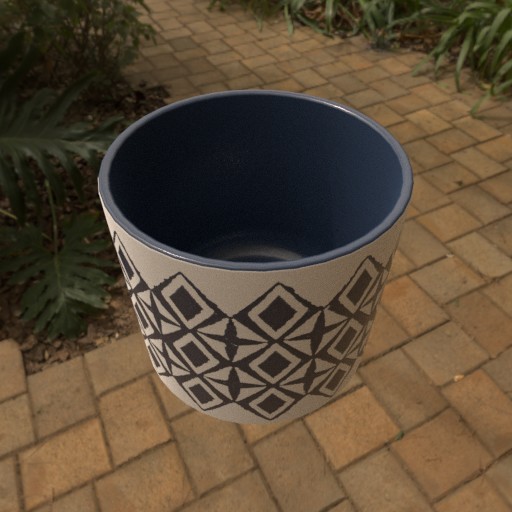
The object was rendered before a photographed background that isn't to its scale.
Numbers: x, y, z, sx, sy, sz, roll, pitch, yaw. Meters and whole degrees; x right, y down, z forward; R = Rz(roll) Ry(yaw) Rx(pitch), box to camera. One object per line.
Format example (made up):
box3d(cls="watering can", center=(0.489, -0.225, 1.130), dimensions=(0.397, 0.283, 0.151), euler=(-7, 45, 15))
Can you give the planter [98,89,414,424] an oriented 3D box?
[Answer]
box3d(cls="planter", center=(0.000, 0.000, 0.392), dimensions=(0.224, 0.203, 0.224), euler=(0, 45, 0))
